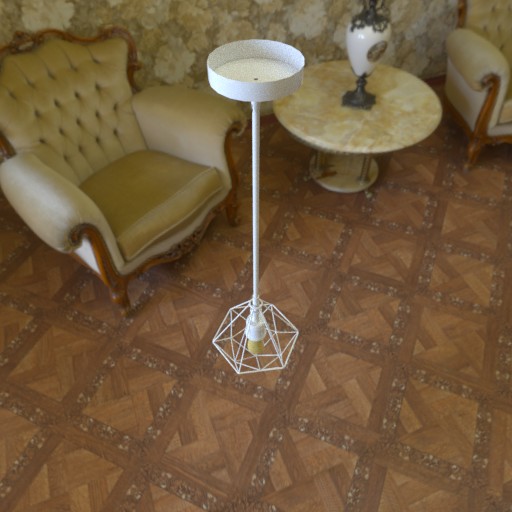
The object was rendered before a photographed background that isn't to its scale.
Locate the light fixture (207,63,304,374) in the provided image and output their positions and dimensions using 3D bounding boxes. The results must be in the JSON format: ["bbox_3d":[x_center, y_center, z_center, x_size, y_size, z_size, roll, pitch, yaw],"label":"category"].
[{"bbox_3d":[0.000,0.000,1.991,0.431,1.764,0.487,17,50,15],"label":"light fixture"}]
